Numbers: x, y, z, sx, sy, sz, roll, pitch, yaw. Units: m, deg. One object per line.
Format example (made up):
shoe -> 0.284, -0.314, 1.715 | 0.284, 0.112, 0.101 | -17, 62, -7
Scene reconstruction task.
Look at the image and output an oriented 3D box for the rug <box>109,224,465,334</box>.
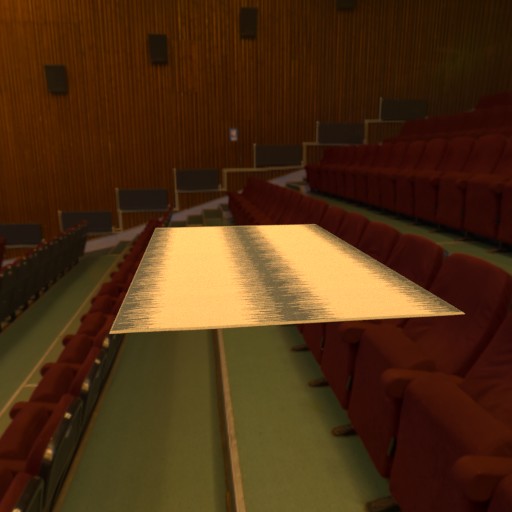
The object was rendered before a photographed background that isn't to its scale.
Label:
rug -> 0.000, 0.000, 3.024 | 1.519, 0.003, 2.453 | -2, 14, -8
